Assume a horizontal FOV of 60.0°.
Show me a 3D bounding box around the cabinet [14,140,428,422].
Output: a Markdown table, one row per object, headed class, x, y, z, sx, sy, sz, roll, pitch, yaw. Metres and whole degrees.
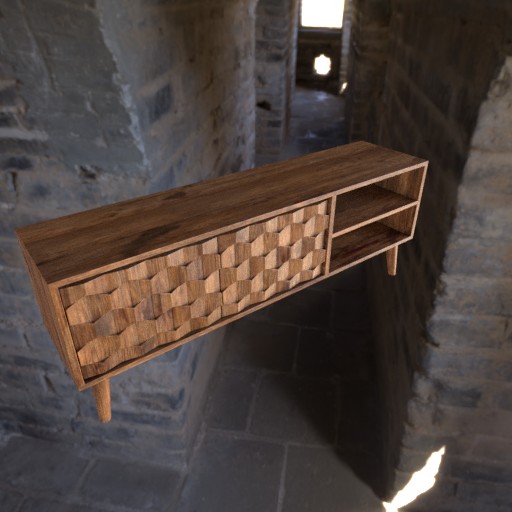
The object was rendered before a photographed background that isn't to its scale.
| class | x | y | z | sx | sy | sz | roll | pitch | yaw |
| --- | --- | --- | --- | --- | --- | --- | --- | --- | --- |
| cabinet | 0.000 | 0.000 | 1.642 | 1.448 | 0.528 | 0.349 | -21 | 37 | -31 |
